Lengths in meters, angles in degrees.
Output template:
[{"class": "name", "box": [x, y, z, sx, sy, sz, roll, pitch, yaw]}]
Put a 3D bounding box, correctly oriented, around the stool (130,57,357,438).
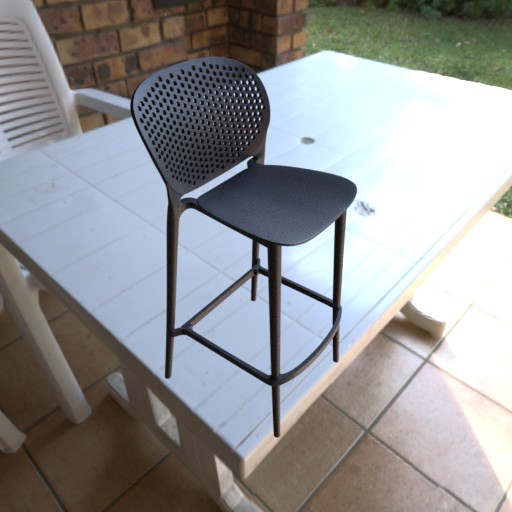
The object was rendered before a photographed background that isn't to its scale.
[{"class": "stool", "box": [0.000, 0.000, 1.373, 0.535, 1.045, 0.536, 26, 46, 29]}]
